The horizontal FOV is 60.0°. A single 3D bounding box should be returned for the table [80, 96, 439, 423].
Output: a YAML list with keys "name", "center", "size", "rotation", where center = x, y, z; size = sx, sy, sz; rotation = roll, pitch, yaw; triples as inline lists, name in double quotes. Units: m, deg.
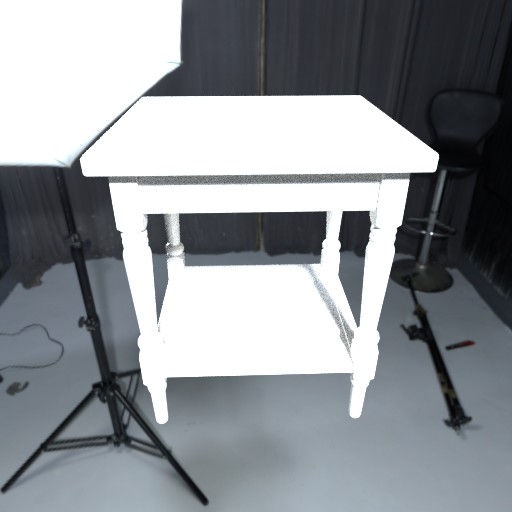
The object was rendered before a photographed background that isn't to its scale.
- name: "table"
  center: [0.000, 0.000, 0.930]
  size: [0.488, 0.565, 0.442]
  rotation: [-1, 30, -2]
